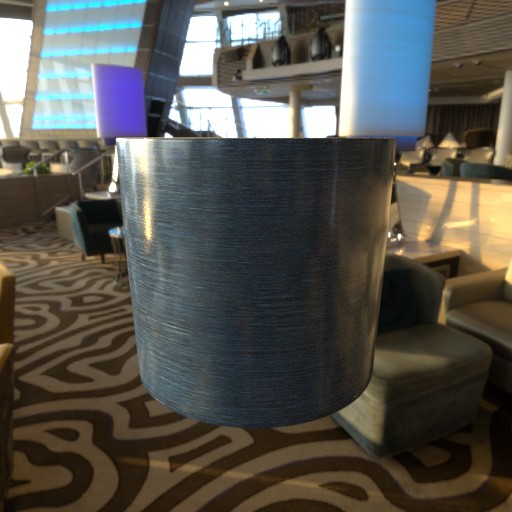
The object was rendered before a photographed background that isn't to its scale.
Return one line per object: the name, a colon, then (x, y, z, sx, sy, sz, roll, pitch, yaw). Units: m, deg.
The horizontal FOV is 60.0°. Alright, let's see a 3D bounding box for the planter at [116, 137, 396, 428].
planter: (0.000, 0.000, 0.391, 0.221, 0.201, 0.221, 0, 15, 0)
